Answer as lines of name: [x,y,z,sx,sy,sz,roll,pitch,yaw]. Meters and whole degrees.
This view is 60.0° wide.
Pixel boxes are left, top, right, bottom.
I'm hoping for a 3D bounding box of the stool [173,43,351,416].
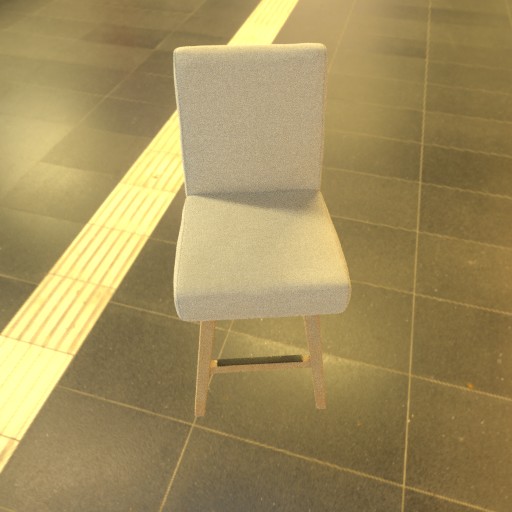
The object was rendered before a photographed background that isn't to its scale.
stool: [0.000,0.000,1.304,0.446,1.015,0.543,-3,48,-2]
